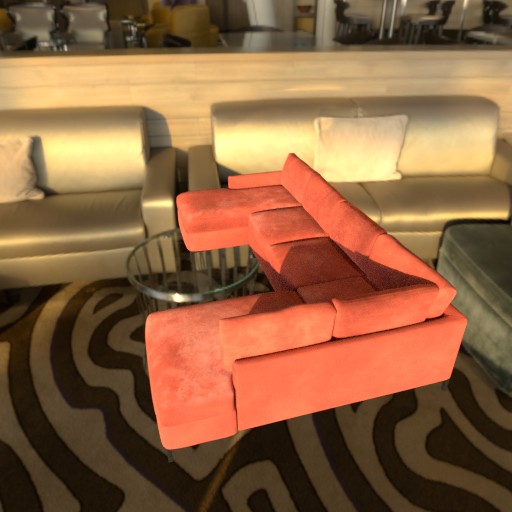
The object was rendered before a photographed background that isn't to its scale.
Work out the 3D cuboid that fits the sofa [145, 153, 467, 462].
[{"bbox_3d":[0.000,0.000,3.819,1.981,0.858,2.971,-8,32,-14],"label":"sofa"}]
